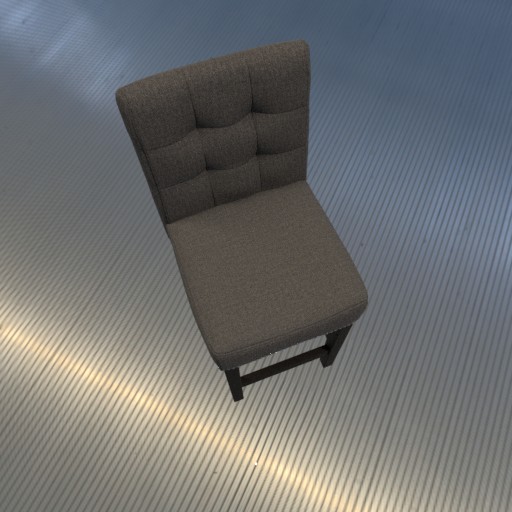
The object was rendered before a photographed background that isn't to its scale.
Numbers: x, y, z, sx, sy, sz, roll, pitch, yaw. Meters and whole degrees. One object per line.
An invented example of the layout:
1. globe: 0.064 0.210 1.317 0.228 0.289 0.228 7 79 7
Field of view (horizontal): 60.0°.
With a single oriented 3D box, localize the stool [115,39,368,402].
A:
1. stool: 0.000 0.000 1.211 0.427 0.885 0.571 -19 66 -9
